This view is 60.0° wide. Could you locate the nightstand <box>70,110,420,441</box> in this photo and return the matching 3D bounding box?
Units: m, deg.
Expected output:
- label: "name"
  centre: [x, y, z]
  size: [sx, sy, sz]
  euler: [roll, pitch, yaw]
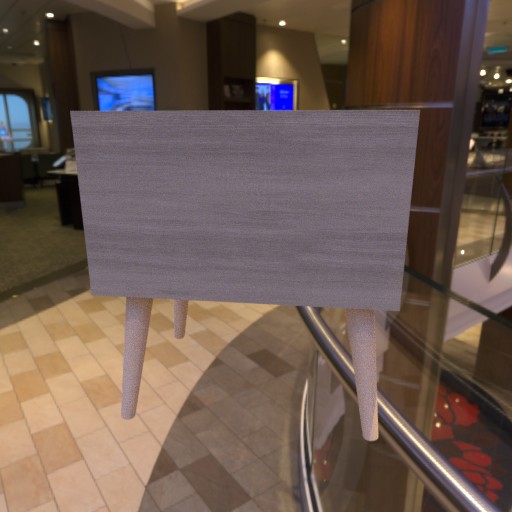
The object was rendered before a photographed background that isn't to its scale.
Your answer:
- label: "nightstand"
  centre: [0.000, 0.000, 0.816]
  size: [0.450, 0.500, 0.380]
  euler: [2, 17, 7]
